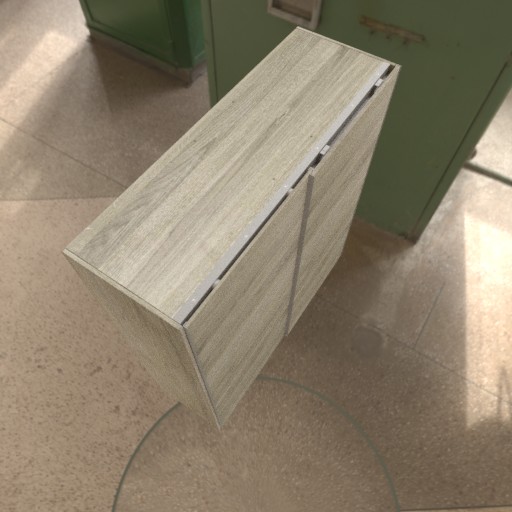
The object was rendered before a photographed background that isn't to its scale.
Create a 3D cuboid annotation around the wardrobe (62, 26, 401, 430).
[{"bbox_3d":[0.000,0.000,2.844,0.629,1.960,1.780,30,63,17],"label":"wardrobe"}]
